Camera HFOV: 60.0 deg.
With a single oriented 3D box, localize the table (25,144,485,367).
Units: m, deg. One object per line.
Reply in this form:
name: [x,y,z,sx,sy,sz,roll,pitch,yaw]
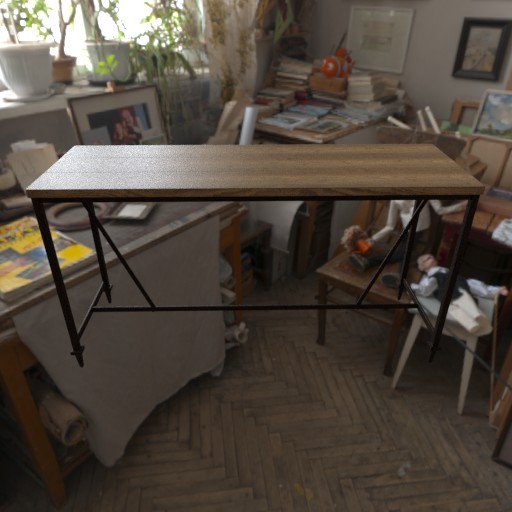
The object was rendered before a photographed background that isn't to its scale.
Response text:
table: [0.000,0.000,2.092,1.700,0.902,0.551,-1,31,-1]
